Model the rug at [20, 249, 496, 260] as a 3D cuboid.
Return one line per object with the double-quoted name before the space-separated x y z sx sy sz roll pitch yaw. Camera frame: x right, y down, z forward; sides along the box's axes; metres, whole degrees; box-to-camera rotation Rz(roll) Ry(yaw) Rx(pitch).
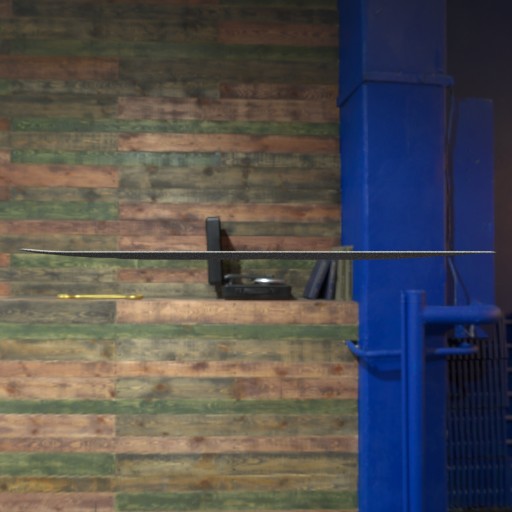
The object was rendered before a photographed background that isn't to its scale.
"rug" 0.000 0.000 3.873 2.925 0.026 2.343 0 -2 0
